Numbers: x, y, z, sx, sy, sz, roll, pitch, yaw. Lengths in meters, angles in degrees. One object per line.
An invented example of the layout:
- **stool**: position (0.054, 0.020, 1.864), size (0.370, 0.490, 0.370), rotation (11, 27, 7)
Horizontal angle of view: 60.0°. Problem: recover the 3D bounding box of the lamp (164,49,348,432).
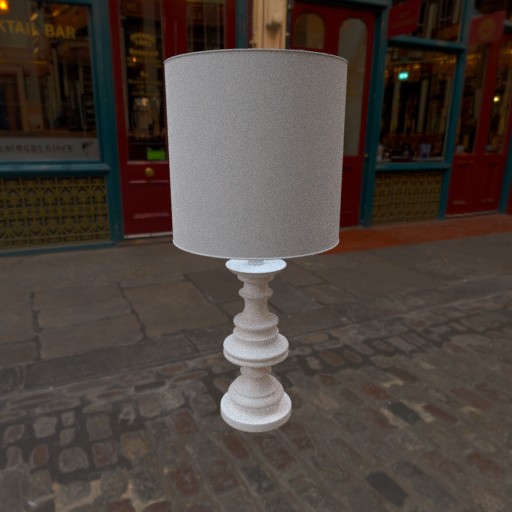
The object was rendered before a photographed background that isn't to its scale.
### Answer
- **lamp**: position (0.000, 0.000, 0.572), size (0.208, 0.455, 0.208), rotation (-7, 17, -25)
